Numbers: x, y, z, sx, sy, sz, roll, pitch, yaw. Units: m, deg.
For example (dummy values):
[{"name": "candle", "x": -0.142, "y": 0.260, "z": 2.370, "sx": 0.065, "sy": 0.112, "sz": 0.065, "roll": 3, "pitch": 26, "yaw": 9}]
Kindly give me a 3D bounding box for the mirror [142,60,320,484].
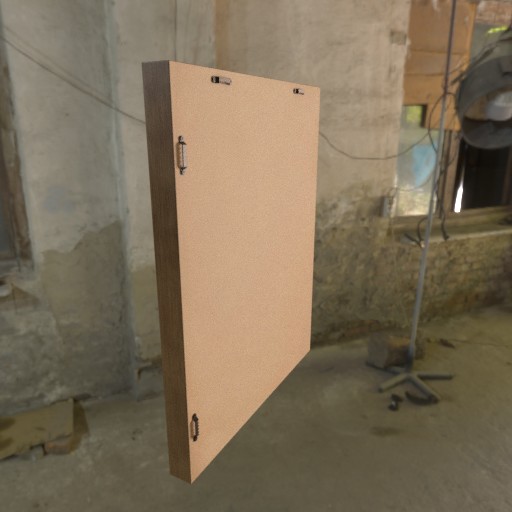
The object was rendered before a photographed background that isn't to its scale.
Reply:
[{"name": "mirror", "x": 0.000, "y": 0.000, "z": 0.680, "sx": 0.041, "sy": 0.509, "sz": 0.406, "roll": 9, "pitch": 19, "yaw": 28}]
